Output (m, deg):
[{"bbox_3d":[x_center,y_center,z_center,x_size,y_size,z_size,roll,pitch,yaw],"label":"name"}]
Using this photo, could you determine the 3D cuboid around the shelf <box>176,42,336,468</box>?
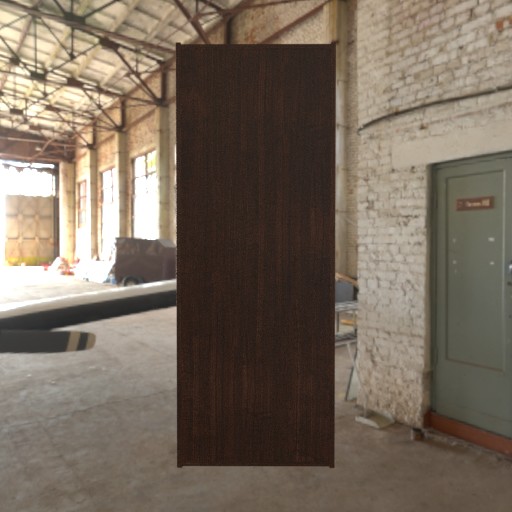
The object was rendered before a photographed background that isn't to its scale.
[{"bbox_3d":[0.000,0.000,1.289,0.415,1.099,0.290,0,1,0],"label":"shelf"}]
